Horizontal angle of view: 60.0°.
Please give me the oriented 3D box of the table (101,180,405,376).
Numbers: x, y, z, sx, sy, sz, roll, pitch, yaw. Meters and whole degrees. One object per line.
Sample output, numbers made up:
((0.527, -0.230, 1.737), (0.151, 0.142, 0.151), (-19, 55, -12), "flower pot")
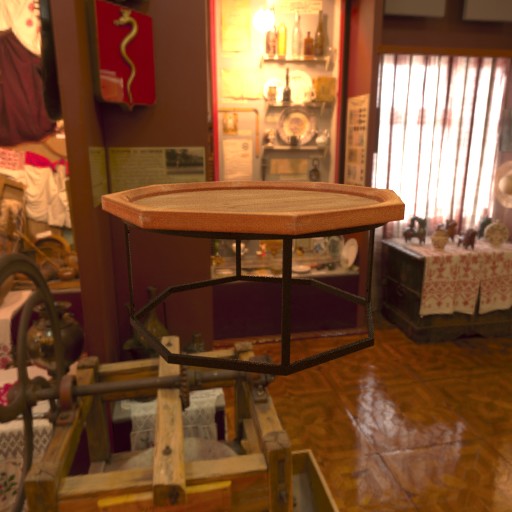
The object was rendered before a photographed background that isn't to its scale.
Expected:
((0.000, 0.000, 1.553), (1.002, 0.444, 1.002), (0, 14, 0), "table")
